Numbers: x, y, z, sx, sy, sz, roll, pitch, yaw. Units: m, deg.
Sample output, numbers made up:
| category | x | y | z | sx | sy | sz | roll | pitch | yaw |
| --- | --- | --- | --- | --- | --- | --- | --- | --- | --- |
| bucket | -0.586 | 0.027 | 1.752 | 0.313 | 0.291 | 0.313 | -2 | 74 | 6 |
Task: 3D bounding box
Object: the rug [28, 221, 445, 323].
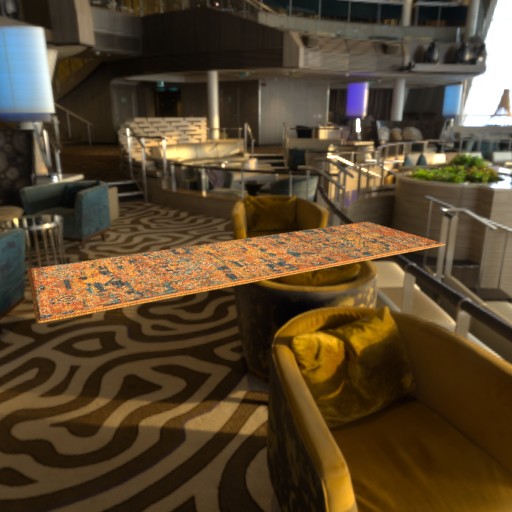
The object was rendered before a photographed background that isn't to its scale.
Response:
| category | x | y | z | sx | sy | sz | roll | pitch | yaw |
| --- | --- | --- | --- | --- | --- | --- | --- | --- | --- |
| rug | 0.000 | 0.000 | 1.992 | 1.820 | 0.013 | 0.556 | -9 | 20 | -27 |
